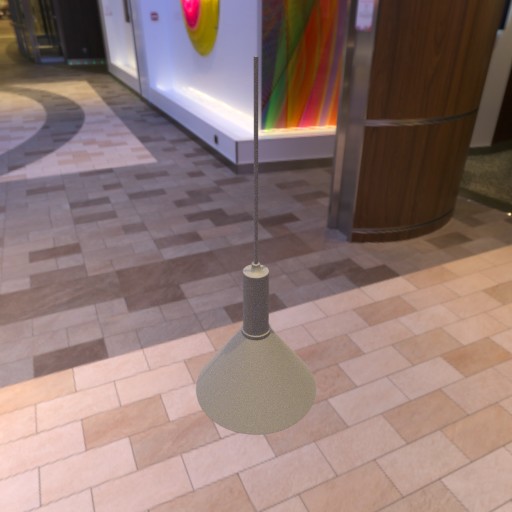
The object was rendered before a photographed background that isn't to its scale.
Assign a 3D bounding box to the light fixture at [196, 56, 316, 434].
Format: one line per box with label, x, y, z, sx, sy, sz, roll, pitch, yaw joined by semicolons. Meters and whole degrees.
light fixture;0.000;0.000;0.828;0.267;0.683;0.267;10;31;16
